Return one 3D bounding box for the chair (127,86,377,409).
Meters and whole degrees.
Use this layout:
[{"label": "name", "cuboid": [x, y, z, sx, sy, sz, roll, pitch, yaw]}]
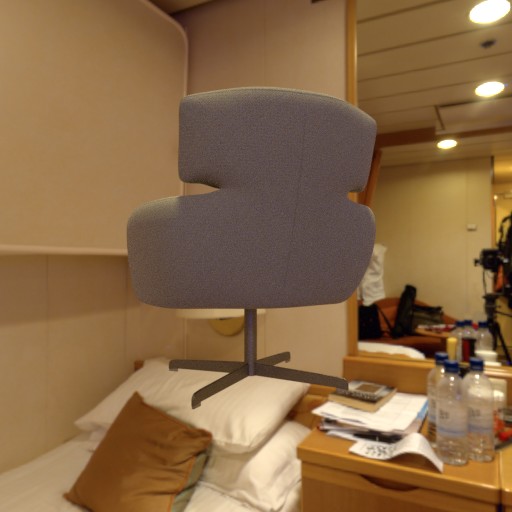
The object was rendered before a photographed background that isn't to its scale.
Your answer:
[{"label": "chair", "cuboid": [0.000, 0.000, 1.398, 0.760, 0.810, 0.730, 0, -1, -19]}]
